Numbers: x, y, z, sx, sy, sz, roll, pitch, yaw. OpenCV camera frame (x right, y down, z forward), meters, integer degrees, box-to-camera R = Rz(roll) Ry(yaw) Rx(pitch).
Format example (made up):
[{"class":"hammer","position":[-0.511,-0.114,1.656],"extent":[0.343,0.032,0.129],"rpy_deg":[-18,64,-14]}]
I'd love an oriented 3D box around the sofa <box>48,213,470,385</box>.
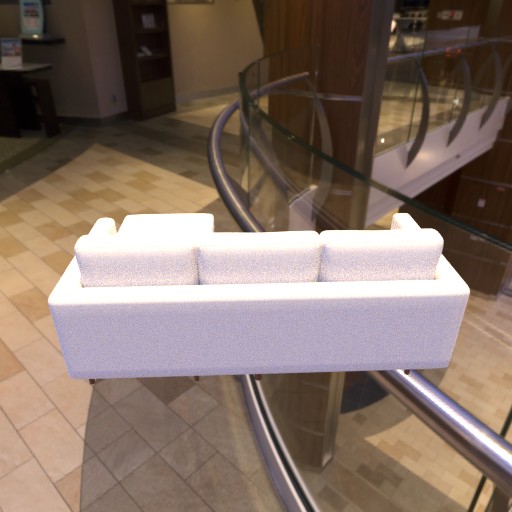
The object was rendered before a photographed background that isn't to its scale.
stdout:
[{"class":"sofa","position":[0.000,0.000,2.881],"extent":[2.029,0.899,1.580],"rpy_deg":[-1,30,-2]}]
